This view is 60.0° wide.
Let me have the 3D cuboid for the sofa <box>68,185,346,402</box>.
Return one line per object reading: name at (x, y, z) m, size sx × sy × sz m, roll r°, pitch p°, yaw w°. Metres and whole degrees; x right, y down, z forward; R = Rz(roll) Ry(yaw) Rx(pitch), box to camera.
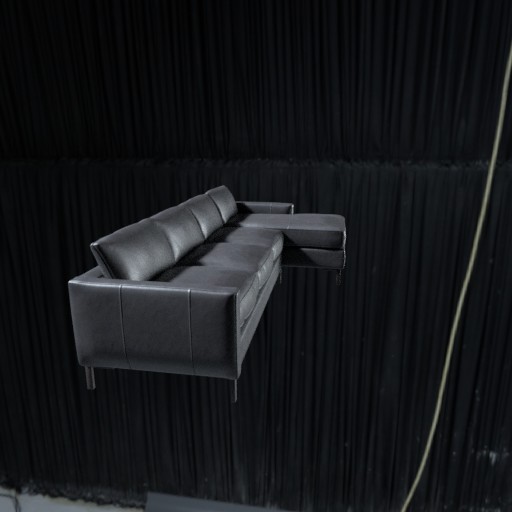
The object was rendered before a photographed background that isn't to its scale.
sofa at (0.000, 0.000, 3.628) m, size 1.471 × 0.859 × 2.993 m, roll 3°, pitch 15°, yaw 10°
